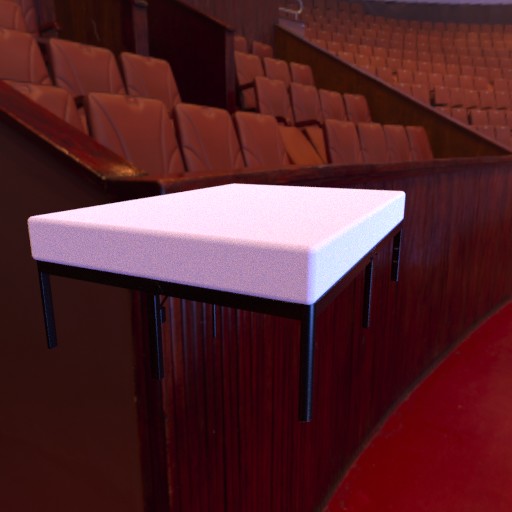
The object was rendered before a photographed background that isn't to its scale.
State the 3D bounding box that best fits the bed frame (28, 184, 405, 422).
[{"bbox_3d":[0.000,0.000,2.666,1.408,0.659,1.956,7,16,26],"label":"bed frame"}]
